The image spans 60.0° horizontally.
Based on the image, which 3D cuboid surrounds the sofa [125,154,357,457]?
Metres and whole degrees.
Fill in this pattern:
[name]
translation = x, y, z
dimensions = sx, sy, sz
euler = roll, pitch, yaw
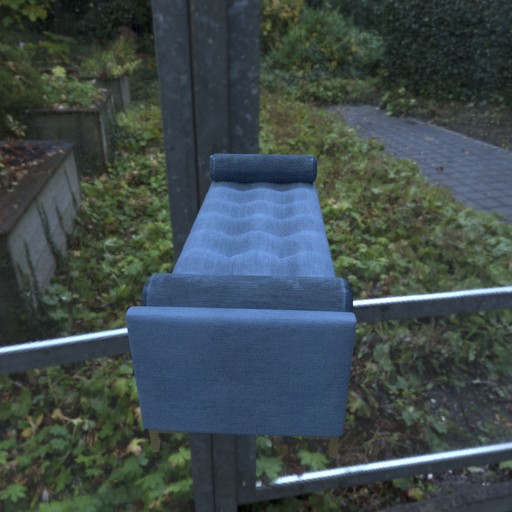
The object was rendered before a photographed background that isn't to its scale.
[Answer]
[sofa]
translation = 0.000, 0.000, 2.505
dimensions = 0.796, 0.705, 2.102
euler = 1, 27, 2
